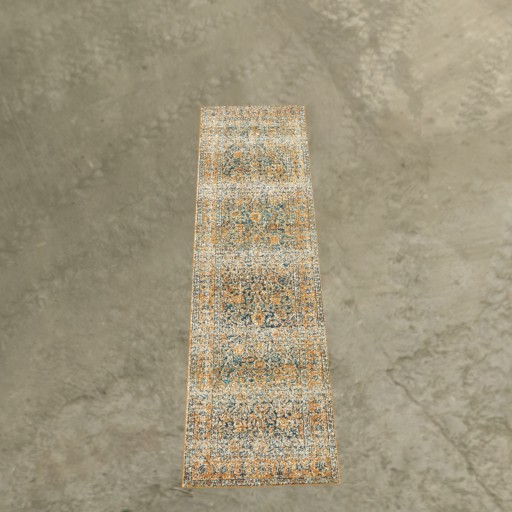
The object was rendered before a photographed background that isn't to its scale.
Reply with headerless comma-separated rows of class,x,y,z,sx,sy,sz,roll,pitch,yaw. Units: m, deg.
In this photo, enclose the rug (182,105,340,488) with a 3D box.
rug,0.000,0.000,2.485,0.704,0.014,2.294,-1,63,-1
